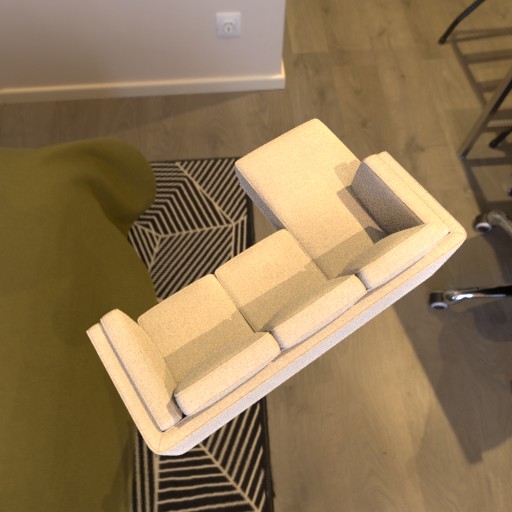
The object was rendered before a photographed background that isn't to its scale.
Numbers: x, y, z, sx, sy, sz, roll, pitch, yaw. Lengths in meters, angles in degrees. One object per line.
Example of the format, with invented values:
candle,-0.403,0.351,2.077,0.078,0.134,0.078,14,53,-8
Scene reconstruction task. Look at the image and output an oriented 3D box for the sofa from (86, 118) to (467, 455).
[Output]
sofa,0.000,0.000,3.183,2.411,0.929,1.604,-32,69,-14
